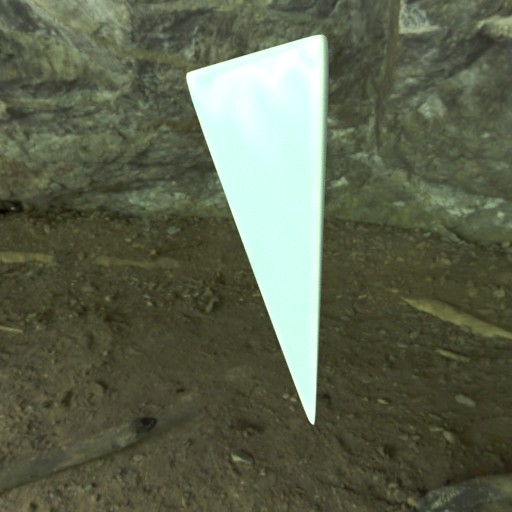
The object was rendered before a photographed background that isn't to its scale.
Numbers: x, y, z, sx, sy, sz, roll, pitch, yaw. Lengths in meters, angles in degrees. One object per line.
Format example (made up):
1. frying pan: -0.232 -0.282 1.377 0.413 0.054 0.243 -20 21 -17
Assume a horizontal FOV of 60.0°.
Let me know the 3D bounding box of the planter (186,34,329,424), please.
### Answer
1. planter: 0.000 0.000 0.215 0.064 0.178 0.080 2 14 9
